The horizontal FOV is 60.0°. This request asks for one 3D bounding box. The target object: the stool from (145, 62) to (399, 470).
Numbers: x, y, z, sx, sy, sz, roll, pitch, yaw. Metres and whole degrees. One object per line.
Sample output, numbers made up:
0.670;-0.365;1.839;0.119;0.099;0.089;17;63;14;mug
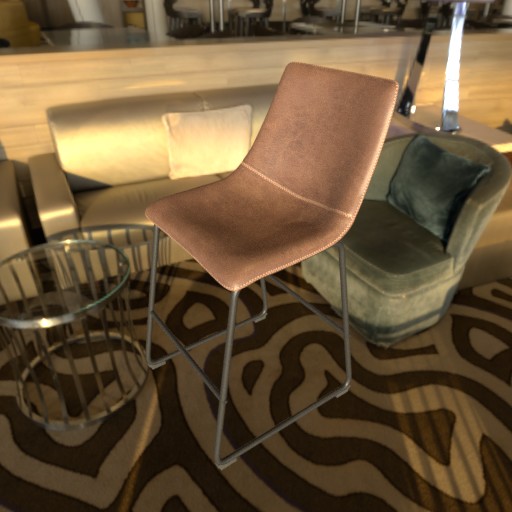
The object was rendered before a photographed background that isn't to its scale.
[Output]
0.000;0.000;1.190;0.550;0.890;0.460;-20;37;-29;stool
